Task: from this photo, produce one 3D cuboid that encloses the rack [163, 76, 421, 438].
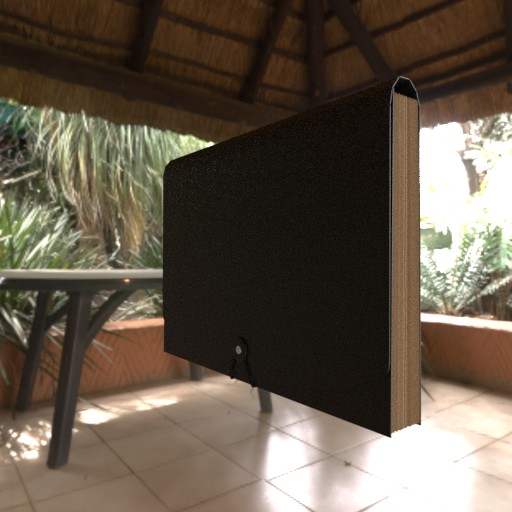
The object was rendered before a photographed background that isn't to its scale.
[{"bbox_3d":[0.000,0.000,0.430,0.041,0.241,0.330,0,0,-38],"label":"rack"}]
